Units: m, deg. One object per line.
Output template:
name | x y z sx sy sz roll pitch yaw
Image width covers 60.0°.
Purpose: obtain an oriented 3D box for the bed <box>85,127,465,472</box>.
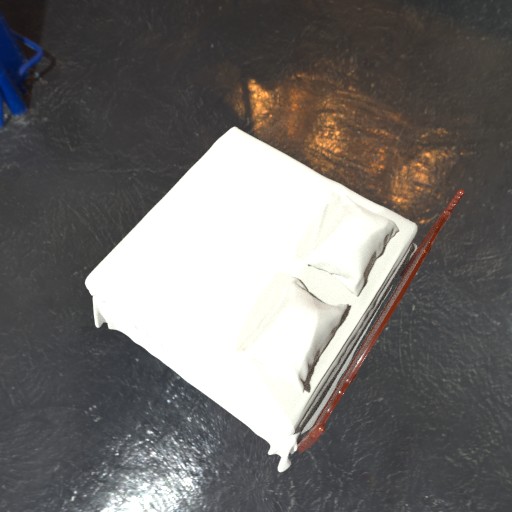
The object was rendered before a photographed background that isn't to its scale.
bed | 0.000 0.000 3.566 2.219 1.355 2.322 32 67 15
